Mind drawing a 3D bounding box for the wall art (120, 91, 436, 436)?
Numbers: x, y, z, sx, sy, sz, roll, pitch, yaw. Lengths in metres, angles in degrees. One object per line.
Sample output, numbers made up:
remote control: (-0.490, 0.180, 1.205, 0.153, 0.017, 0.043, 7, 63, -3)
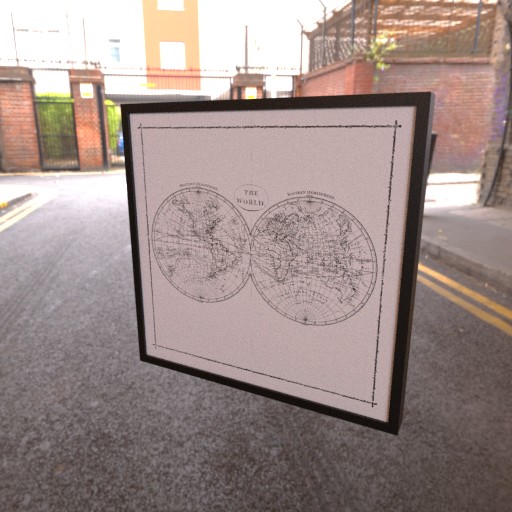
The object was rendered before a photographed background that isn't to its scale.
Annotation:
wall art: (0.000, 0.000, 0.477, 0.327, 0.318, 0.029, 8, 17, 26)
